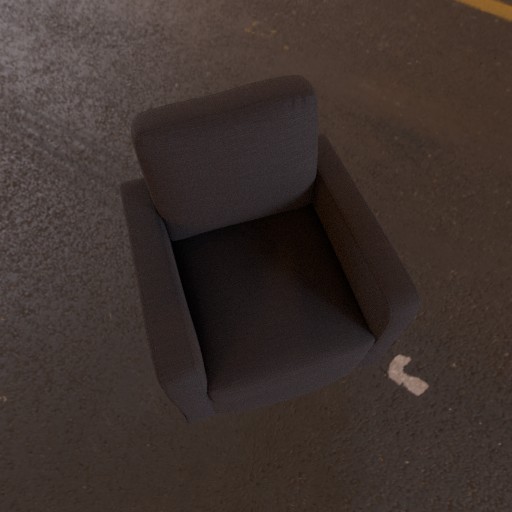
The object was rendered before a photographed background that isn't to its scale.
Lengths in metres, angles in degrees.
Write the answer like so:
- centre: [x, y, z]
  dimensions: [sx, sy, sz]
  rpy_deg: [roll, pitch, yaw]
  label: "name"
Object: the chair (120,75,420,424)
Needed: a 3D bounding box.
- centre: [0.000, 0.000, 1.526]
  dimensions: [0.798, 0.855, 0.863]
  rpy_deg: [-16, 64, -8]
  label: "chair"
